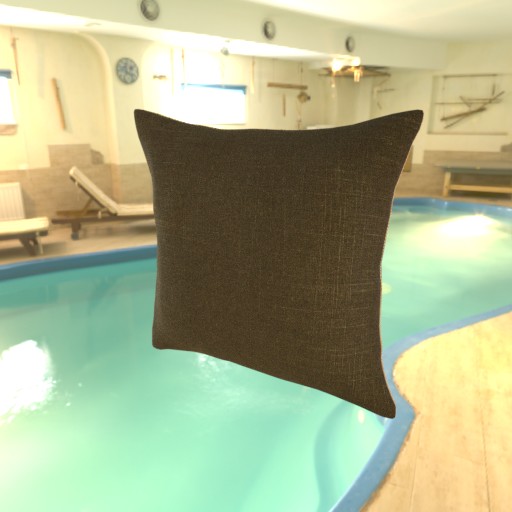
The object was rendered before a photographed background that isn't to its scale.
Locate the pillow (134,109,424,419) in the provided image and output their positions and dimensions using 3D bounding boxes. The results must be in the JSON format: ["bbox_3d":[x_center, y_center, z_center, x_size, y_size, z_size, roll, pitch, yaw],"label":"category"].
[{"bbox_3d":[0.000,0.000,0.697,0.468,0.444,0.138,9,19,28],"label":"pillow"}]
